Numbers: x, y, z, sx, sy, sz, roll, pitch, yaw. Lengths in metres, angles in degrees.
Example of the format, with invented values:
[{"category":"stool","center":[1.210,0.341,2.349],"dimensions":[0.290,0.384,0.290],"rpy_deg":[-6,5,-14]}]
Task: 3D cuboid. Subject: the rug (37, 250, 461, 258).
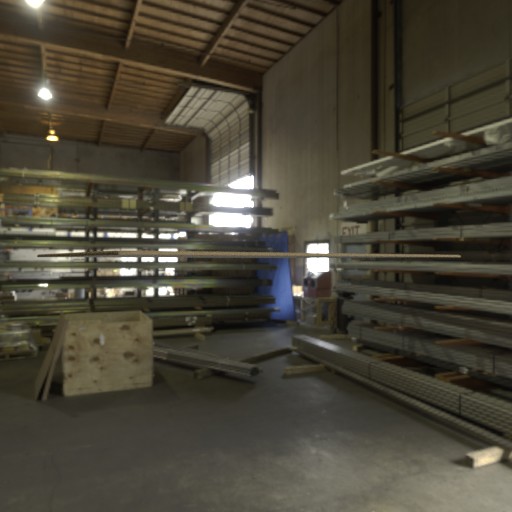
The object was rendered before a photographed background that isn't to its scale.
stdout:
[{"category":"rug","center":[0.000,0.000,2.057],"dimensions":[1.667,0.013,1.062],"rpy_deg":[0,-1,-36]}]
